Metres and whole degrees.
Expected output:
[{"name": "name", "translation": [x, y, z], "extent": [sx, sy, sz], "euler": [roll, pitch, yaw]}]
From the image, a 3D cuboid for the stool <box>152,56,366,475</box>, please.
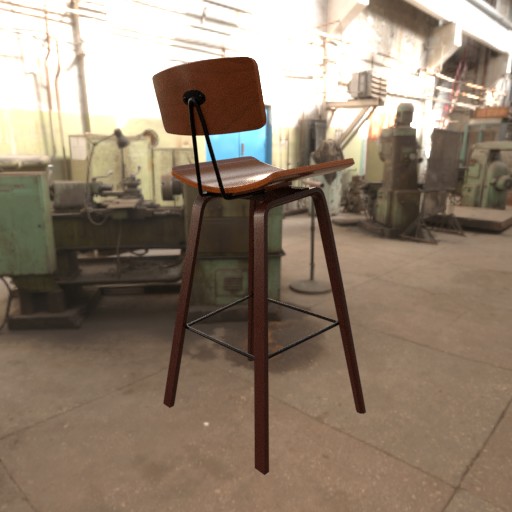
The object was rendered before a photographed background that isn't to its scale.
[{"name": "stool", "translation": [0.000, 0.000, 1.260], "extent": [0.440, 0.969, 0.509], "euler": [-13, 19, -43]}]
